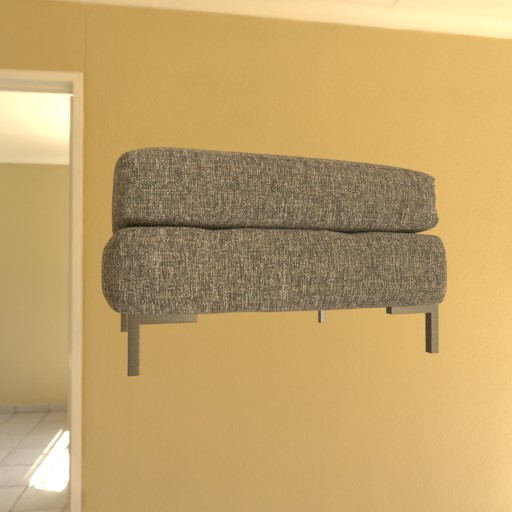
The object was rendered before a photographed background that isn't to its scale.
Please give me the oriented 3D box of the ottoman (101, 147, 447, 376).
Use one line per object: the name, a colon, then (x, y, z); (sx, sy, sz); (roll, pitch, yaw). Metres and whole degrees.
ottoman: (0.000, 0.000, 1.263); (0.828, 0.480, 0.683); (0, -1, -18)
